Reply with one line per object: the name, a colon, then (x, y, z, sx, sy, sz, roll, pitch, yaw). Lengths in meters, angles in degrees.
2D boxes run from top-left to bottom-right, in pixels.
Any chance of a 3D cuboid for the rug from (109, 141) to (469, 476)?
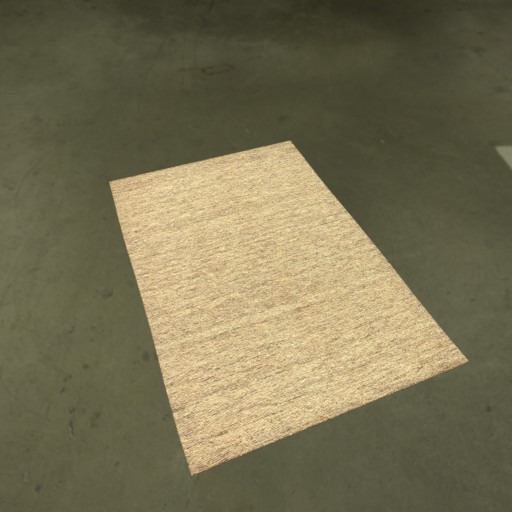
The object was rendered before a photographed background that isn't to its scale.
rug: (0.000, 0.000, 2.898, 1.547, 0.013, 2.283, -16, 49, -15)
